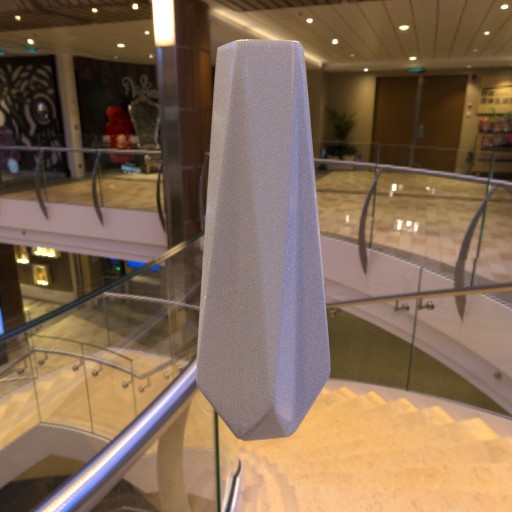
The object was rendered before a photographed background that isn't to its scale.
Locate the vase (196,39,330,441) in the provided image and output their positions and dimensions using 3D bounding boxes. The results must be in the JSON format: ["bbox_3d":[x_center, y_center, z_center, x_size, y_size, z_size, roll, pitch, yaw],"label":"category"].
[{"bbox_3d":[0.000,0.000,0.381,0.116,0.329,0.122,-8,19,-24],"label":"vase"}]
